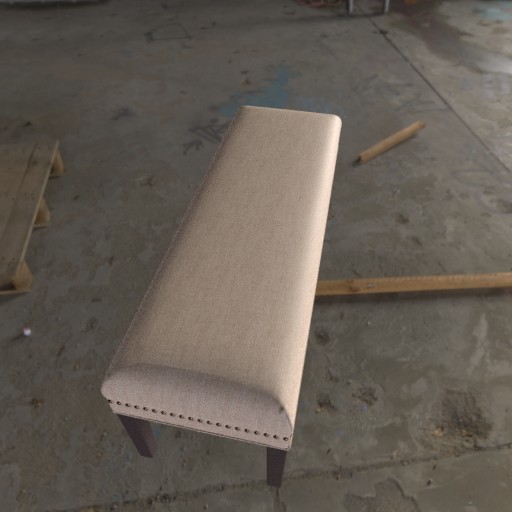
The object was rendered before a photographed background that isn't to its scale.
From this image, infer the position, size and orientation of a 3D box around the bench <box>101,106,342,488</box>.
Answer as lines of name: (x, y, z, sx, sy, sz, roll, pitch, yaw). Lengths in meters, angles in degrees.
bench: (0.000, 0.000, 1.428, 0.410, 0.457, 1.219, 9, 47, 8)
